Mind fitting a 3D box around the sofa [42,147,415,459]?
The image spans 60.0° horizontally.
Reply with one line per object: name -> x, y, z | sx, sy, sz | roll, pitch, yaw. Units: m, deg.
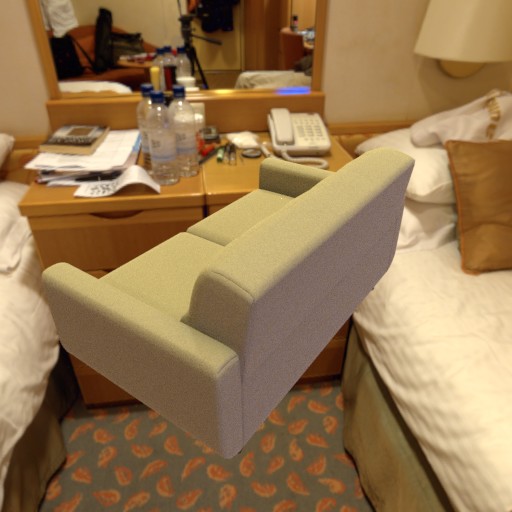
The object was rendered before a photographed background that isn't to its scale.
sofa -> 0.000, 0.000, 2.183 | 0.980, 0.892, 1.655 | 21, 38, 29
